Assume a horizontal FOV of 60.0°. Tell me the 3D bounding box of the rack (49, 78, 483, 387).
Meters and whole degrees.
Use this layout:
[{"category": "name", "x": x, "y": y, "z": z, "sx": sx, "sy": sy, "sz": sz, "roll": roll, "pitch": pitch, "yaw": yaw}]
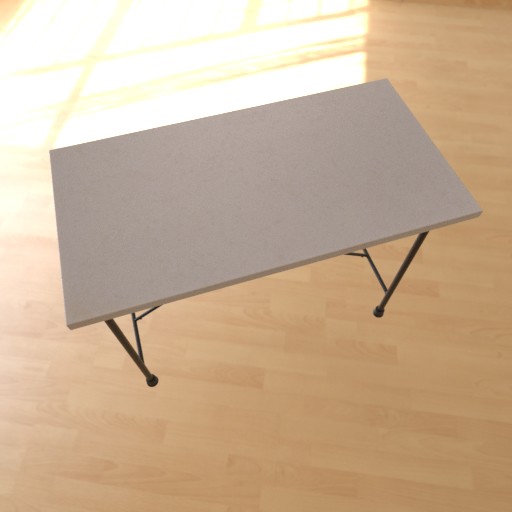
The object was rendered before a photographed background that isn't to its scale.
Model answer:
[{"category": "rack", "x": 0.000, "y": 0.000, "z": 1.692, "sx": 1.159, "sy": 0.880, "sz": 0.613, "roll": -15, "pitch": 60, "yaw": -9}]
